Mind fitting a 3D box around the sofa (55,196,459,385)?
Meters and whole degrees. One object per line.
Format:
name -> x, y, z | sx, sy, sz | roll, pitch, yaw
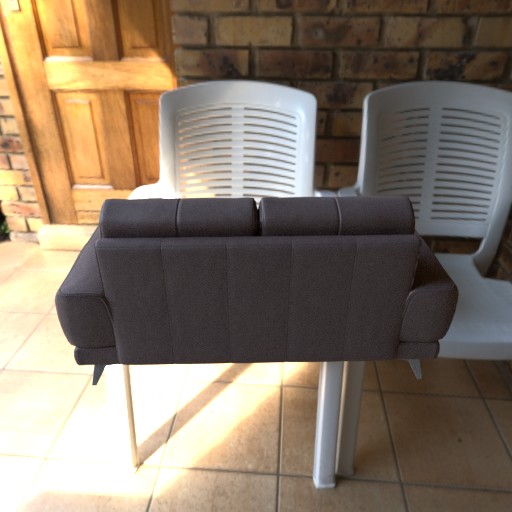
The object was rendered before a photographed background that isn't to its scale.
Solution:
sofa -> 0.000, 0.000, 2.379 | 1.806, 0.907, 1.018 | -1, 29, -1
